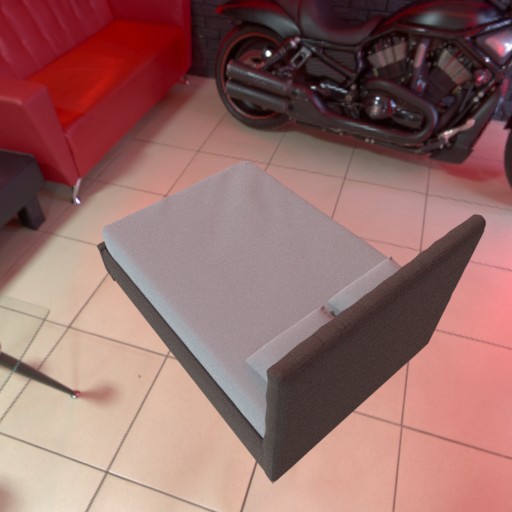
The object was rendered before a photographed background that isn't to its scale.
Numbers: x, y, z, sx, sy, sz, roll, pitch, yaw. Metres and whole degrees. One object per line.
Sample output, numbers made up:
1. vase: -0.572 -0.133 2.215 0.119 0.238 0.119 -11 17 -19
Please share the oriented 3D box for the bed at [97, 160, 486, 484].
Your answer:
1. bed: 0.000 0.000 3.415 1.698 1.427 2.387 -31 54 -26
